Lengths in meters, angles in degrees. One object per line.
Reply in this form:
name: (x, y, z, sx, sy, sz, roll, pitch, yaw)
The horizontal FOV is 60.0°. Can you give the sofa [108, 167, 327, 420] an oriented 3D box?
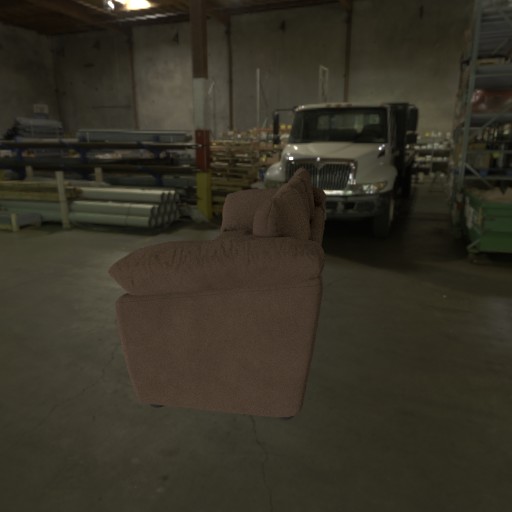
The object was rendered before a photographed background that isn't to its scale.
sofa: (0.000, 0.000, 2.880, 0.878, 1.015, 2.336, 2, 15, 9)
